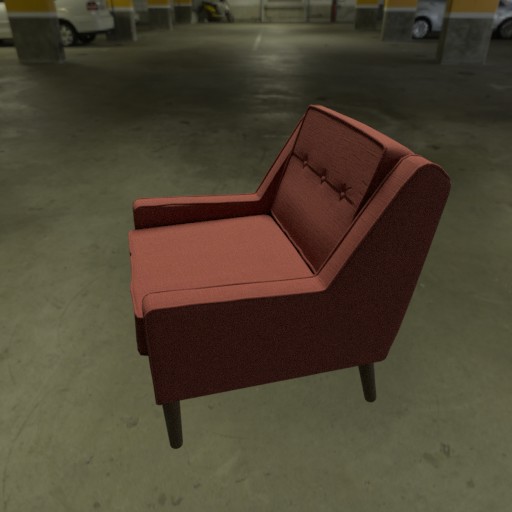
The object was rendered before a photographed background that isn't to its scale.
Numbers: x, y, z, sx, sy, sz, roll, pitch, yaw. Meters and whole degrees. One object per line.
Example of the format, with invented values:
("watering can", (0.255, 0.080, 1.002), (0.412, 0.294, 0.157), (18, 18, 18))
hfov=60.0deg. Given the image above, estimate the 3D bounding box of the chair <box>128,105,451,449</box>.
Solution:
("chair", (0.000, 0.000, 1.387), (0.770, 0.812, 0.680), (-8, 31, -14))
